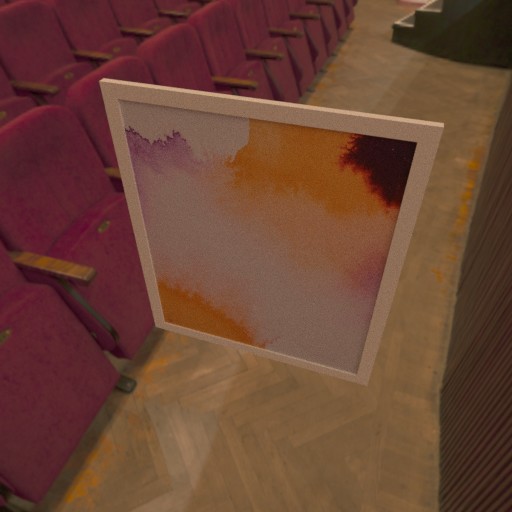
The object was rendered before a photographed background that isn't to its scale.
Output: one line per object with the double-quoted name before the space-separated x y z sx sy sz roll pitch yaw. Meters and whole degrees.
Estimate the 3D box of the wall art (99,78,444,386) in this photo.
"wall art" 0.000 0.000 0.779 0.482 0.557 0.012 13 43 14
